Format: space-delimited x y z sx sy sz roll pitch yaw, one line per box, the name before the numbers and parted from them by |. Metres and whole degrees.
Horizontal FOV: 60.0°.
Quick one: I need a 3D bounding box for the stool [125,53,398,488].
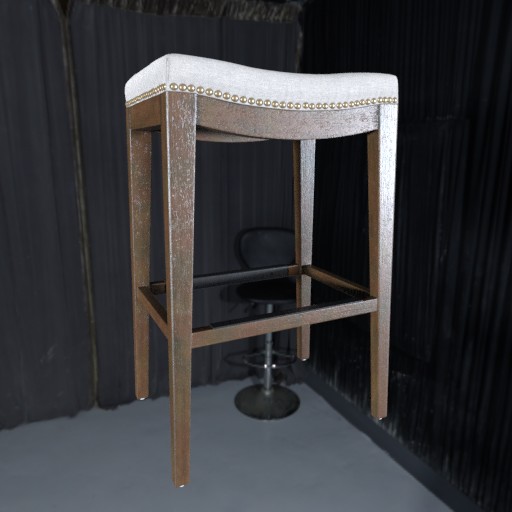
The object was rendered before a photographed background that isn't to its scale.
stool | 0.000 0.000 0.994 0.508 0.762 0.356 -7 15 -26
